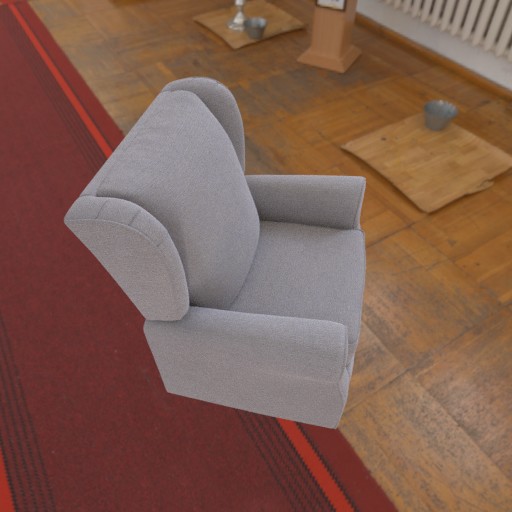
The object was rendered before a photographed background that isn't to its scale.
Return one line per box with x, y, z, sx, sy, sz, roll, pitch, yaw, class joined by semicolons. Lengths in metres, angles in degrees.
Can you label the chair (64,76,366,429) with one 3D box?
0.000;0.000;1.653;0.854;0.966;0.906;10;48;9;chair
